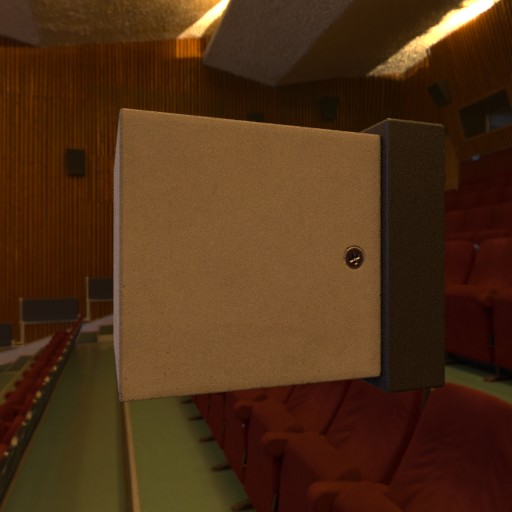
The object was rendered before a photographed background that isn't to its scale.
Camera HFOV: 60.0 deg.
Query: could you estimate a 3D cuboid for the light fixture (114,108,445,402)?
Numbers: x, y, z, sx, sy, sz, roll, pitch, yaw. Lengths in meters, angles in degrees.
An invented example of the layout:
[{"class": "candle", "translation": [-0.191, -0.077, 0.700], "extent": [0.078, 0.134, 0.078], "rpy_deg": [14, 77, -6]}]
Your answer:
[{"class": "light fixture", "translation": [0.000, 0.000, 0.237], "extent": [0.143, 0.121, 0.121], "rpy_deg": [0, 0, -19]}]
